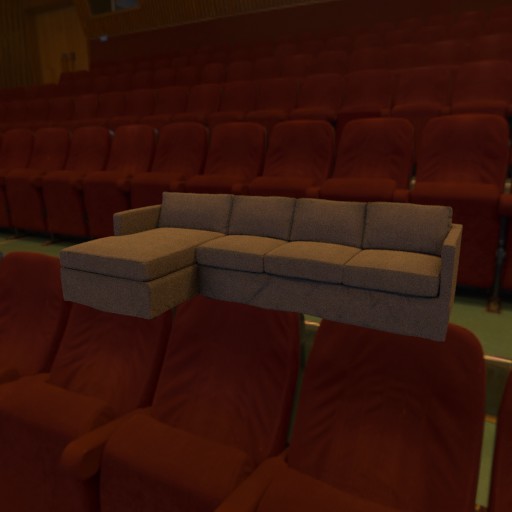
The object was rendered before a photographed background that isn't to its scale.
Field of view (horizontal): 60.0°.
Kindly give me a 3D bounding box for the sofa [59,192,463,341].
[{"bbox_3d":[0.000,0.000,3.901,3.205,0.922,1.650,7,16,26],"label":"sofa"}]
